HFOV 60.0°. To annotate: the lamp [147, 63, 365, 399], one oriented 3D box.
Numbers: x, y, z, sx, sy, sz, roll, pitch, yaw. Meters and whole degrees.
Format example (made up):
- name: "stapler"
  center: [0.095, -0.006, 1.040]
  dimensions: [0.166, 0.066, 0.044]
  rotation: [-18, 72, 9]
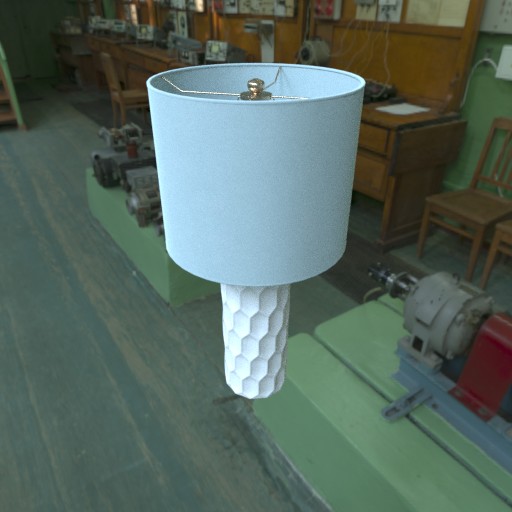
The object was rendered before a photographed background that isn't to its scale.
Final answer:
- name: "lamp"
  center: [0.000, 0.000, 0.709]
  dimensions: [0.277, 0.534, 0.277]
  rotation: [-20, 36, -30]
